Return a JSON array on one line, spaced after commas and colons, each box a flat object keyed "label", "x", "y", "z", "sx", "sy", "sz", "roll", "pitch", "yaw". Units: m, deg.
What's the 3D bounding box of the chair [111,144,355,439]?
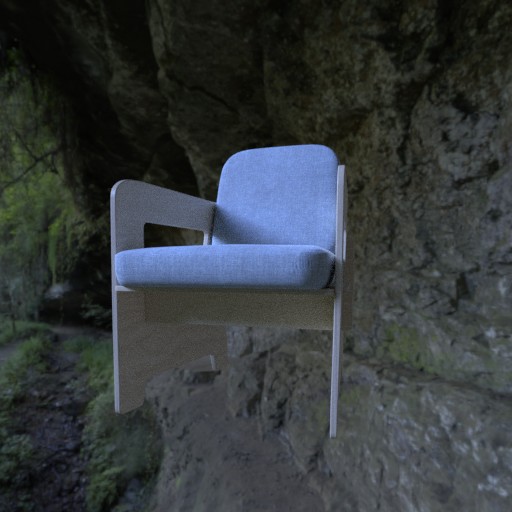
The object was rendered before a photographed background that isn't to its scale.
[{"label": "chair", "x": 0.000, "y": 0.000, "z": 1.307, "sx": 0.590, "sy": 0.800, "sz": 0.710, "roll": 0, "pitch": -1, "yaw": 17}]
